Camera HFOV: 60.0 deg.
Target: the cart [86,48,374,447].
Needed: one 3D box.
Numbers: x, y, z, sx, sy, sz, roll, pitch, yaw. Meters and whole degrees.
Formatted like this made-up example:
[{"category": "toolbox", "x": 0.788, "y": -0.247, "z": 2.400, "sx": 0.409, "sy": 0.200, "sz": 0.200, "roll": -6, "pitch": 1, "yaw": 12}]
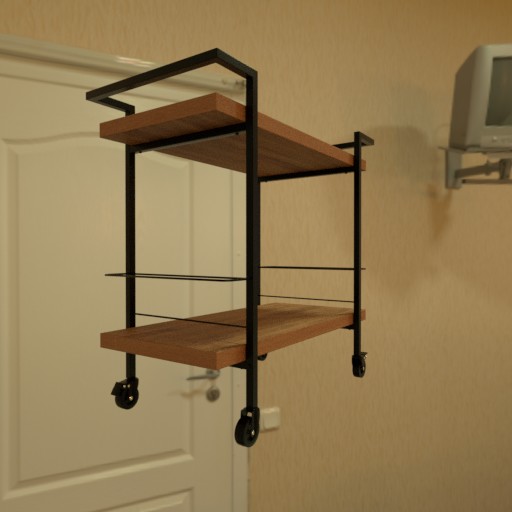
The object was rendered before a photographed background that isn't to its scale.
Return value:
[{"category": "cart", "x": 0.000, "y": 0.000, "z": 1.246, "sx": 0.406, "sy": 0.762, "sz": 0.806, "roll": 0, "pitch": 1, "yaw": 35}]
